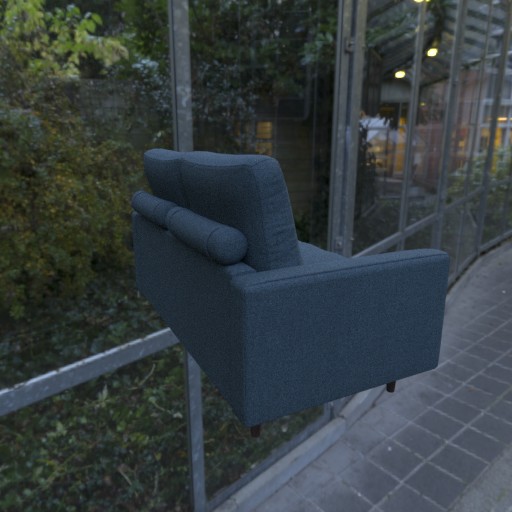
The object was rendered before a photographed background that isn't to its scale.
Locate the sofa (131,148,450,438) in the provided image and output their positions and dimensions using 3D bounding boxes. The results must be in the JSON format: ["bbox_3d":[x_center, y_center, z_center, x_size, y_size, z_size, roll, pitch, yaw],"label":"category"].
[{"bbox_3d":[0.000,0.000,1.954,0.842,0.907,1.407,-7,16,-26],"label":"sofa"}]
